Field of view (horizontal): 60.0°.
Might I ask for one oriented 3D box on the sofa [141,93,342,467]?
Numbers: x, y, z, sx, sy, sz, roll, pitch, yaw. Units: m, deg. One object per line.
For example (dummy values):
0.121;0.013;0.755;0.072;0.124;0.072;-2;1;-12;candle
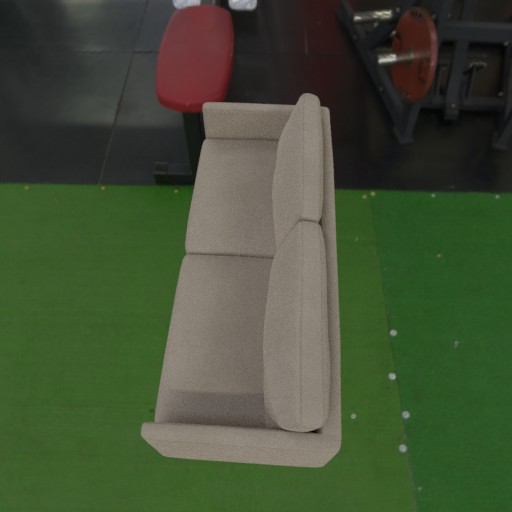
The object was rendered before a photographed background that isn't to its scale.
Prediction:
0.000;0.000;2.894;0.988;0.912;2.404;3;58;2;sofa
